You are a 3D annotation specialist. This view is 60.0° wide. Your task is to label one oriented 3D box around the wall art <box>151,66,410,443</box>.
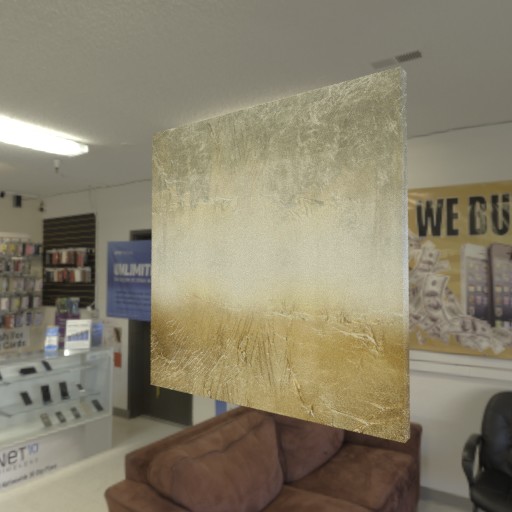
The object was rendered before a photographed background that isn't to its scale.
[{"bbox_3d":[0.000,0.000,1.627,1.092,1.091,0.051,-1,-2,36],"label":"wall art"}]
